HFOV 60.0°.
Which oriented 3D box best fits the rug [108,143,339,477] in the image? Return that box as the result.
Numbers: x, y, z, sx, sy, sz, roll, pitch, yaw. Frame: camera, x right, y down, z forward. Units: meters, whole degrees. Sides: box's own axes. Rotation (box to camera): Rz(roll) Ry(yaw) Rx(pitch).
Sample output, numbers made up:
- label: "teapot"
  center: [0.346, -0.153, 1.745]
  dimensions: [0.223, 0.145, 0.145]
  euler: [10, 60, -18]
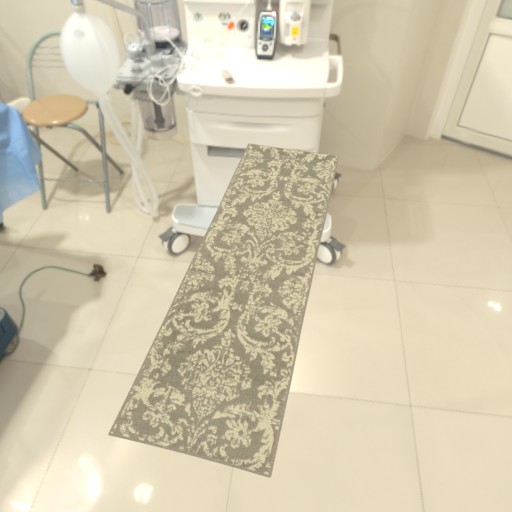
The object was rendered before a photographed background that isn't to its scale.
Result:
- label: "rug"
  center: [0.000, 0.000, 2.440]
  dimensions: [0.662, 0.011, 2.196]
  euler: [10, 47, 10]
